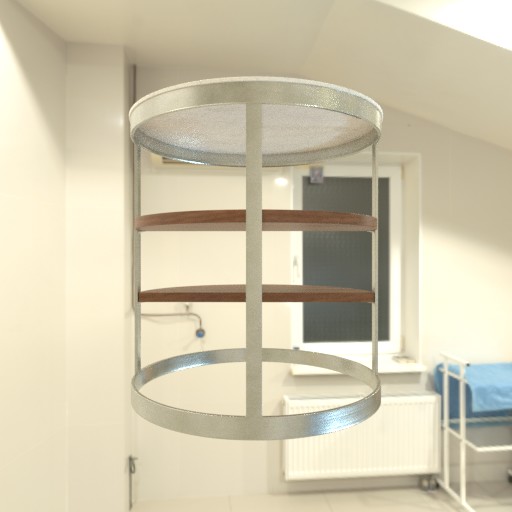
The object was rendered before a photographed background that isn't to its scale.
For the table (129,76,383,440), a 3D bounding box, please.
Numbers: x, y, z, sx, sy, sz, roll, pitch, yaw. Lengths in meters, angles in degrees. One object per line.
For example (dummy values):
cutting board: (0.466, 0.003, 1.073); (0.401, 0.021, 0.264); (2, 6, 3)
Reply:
table: (0.000, 0.000, 0.739); (0.407, 0.447, 0.407); (0, 0, 0)
